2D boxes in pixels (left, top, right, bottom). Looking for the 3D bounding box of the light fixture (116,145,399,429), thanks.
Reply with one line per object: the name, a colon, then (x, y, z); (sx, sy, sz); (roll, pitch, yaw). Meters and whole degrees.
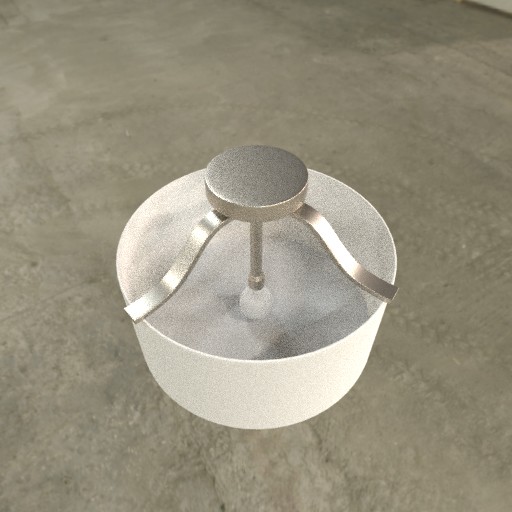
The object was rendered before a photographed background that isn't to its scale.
light fixture: (0.000, 0.000, 0.648); (0.395, 0.304, 0.395); (0, 46, 0)
